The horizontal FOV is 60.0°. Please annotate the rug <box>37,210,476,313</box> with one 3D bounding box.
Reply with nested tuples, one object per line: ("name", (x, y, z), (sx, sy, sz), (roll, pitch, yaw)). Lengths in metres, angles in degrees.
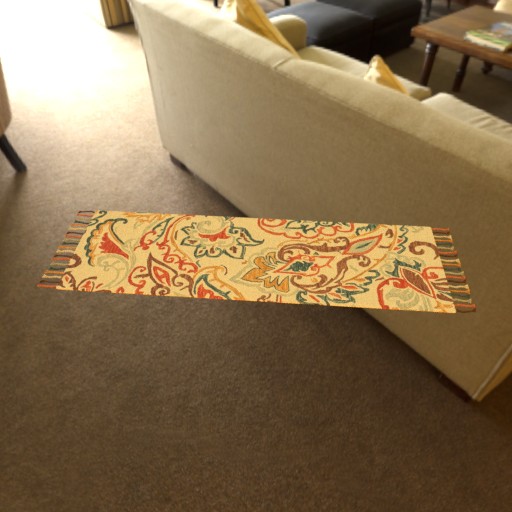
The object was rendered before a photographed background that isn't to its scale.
("rug", (0.000, 0.000, 2.956), (2.682, 0.015, 0.763), (3, 45, 3))
